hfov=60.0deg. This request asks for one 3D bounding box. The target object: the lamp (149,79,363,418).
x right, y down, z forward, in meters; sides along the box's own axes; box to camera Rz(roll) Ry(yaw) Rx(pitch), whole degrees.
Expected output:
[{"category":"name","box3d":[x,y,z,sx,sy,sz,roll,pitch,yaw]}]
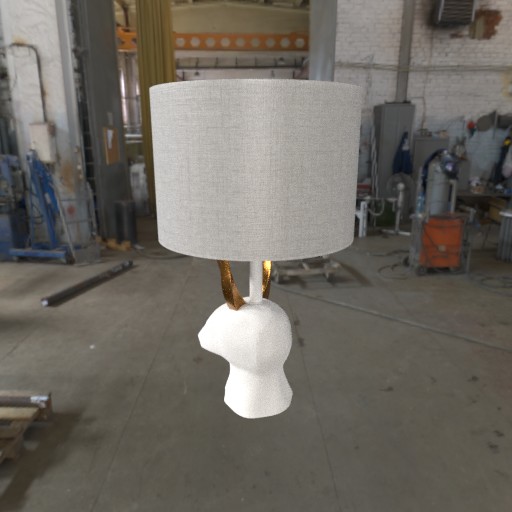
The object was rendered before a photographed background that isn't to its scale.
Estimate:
[{"category":"lamp","box3d":[0.000,0.000,0.702,0.298,0.503,0.298,14,21,42]}]
